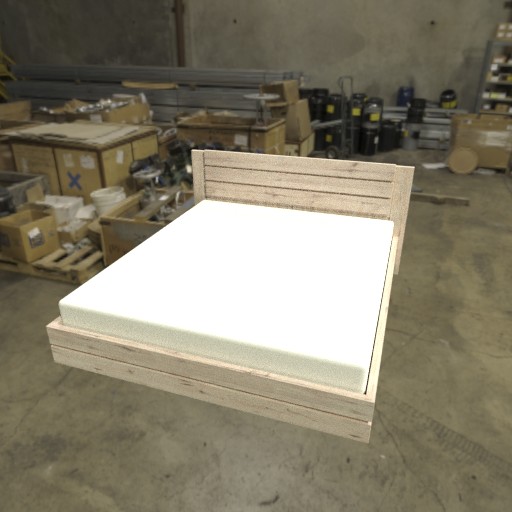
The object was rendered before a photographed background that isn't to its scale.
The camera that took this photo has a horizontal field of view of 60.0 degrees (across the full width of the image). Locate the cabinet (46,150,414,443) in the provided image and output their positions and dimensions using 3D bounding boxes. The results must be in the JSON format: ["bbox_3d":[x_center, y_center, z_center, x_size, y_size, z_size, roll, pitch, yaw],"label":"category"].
[{"bbox_3d":[0.000,0.000,3.128,1.950,0.970,2.080,8,27,17],"label":"cabinet"}]
